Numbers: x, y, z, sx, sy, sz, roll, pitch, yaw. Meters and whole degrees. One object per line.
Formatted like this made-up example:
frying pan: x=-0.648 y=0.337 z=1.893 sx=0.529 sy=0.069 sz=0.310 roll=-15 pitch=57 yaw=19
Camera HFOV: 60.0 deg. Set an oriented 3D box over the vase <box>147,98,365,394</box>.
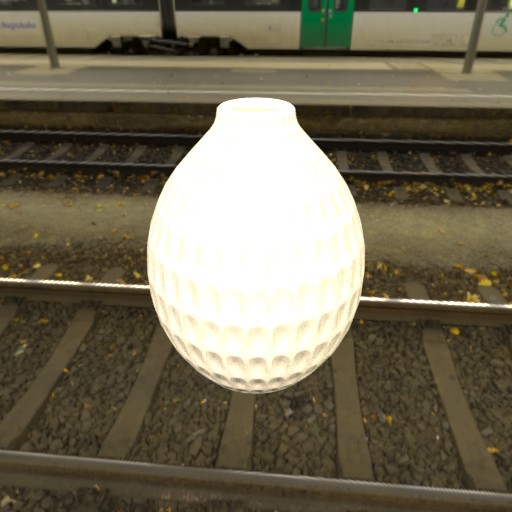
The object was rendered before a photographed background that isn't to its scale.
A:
vase: x=0.000 y=0.000 z=0.337 sx=0.162 sy=0.223 sz=0.162 roll=0 pitch=30 yaw=0
